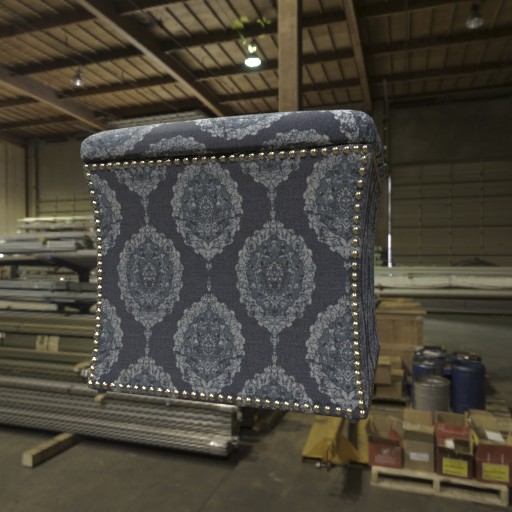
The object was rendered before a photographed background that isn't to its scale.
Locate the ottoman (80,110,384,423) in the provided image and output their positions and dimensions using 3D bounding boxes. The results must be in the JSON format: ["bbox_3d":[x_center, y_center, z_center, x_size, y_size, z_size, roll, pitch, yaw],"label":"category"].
[{"bbox_3d":[0.000,0.000,0.915,0.507,0.475,0.497,0,1,18],"label":"ottoman"}]
